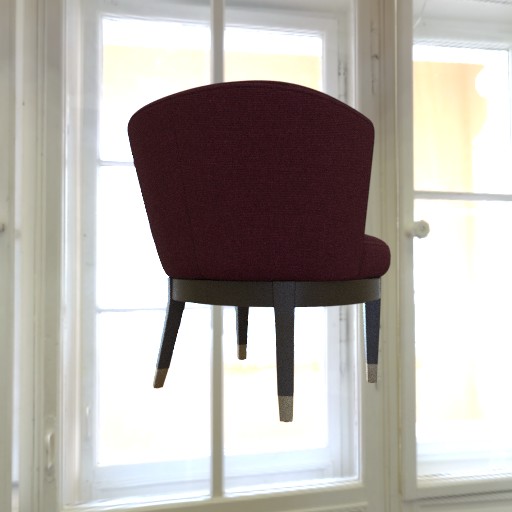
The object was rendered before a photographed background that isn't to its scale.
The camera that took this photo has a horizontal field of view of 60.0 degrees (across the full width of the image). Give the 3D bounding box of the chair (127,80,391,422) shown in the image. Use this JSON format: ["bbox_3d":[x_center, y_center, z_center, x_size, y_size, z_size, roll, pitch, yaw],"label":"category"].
[{"bbox_3d":[0.000,0.000,1.290,0.700,0.760,0.660,0,-1,37],"label":"chair"}]
